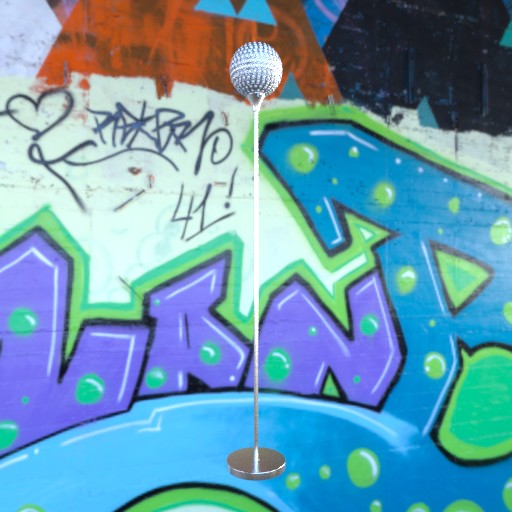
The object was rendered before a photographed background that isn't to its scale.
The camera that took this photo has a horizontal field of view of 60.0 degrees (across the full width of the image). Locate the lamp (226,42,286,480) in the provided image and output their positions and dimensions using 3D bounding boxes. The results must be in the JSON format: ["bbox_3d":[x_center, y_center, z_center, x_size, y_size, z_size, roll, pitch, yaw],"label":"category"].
[{"bbox_3d":[0.000,0.000,1.918,0.254,1.805,0.254,0,-1,0],"label":"lamp"}]
